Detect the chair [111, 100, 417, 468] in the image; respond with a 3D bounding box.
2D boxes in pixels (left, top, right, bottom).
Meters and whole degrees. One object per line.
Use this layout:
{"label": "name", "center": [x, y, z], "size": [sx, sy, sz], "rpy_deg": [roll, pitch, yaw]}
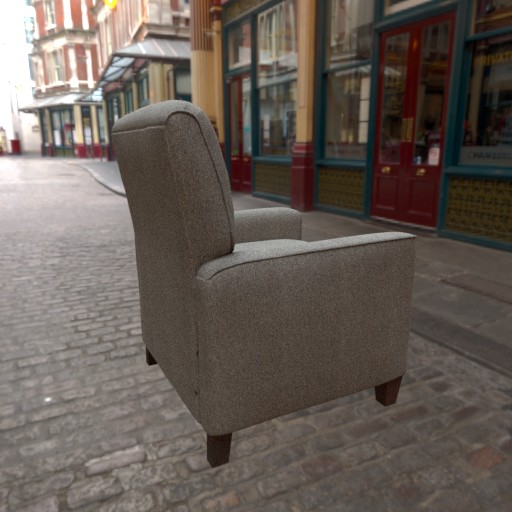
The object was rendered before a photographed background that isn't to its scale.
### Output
{"label": "chair", "center": [0.000, 0.000, 1.633], "size": [0.858, 1.028, 0.841], "rpy_deg": [-7, 15, -27]}
